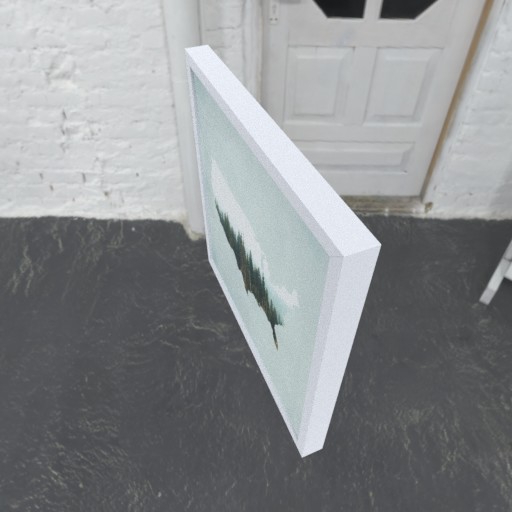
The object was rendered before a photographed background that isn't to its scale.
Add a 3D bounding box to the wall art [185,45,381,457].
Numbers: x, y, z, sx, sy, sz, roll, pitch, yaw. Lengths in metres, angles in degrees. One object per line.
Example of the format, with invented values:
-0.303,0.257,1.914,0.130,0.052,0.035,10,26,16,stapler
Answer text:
0.000,0.000,0.754,0.040,0.509,0.509,-17,49,-15,wall art
